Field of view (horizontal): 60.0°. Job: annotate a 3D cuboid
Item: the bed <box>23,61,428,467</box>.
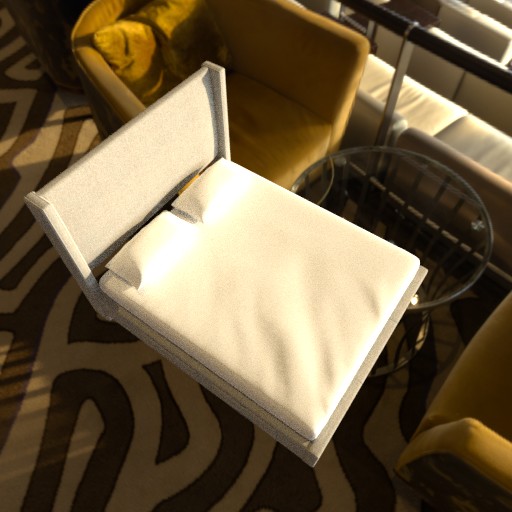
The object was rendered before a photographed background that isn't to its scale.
[{"bbox_3d":[0.000,0.000,3.333,2.222,1.491,1.774,30,61,19],"label":"bed"}]
